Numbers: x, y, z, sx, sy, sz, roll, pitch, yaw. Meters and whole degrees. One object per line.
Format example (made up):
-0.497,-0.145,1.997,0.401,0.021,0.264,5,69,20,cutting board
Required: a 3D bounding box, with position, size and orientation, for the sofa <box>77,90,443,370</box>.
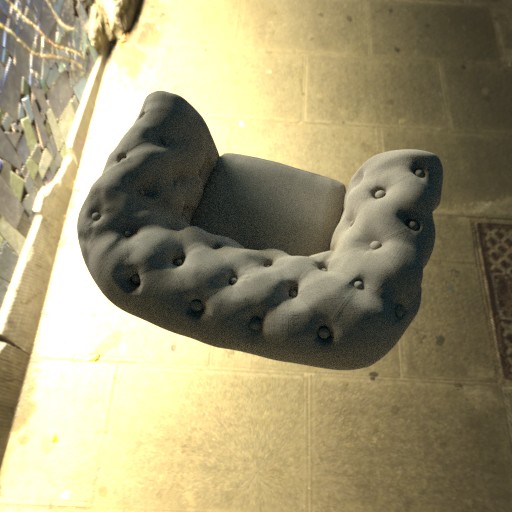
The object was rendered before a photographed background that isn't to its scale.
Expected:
0.000,0.000,2.072,1.405,0.878,1.034,16,65,8,sofa
